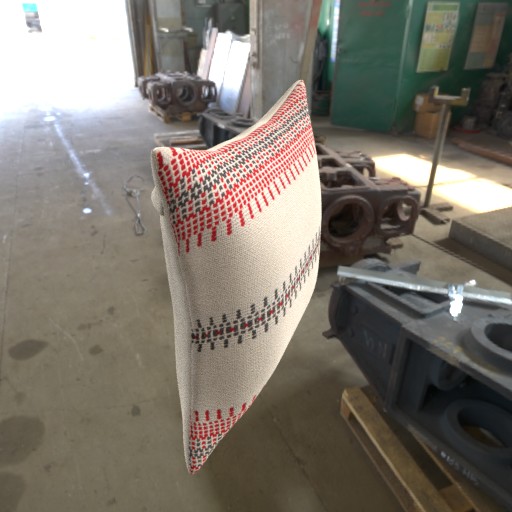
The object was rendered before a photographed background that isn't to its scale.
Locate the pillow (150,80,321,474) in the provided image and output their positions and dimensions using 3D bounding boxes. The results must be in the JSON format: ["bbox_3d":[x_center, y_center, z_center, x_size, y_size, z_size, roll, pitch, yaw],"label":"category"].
[{"bbox_3d":[0.000,0.000,0.686,0.160,0.454,0.463,11,31,19],"label":"pillow"}]
